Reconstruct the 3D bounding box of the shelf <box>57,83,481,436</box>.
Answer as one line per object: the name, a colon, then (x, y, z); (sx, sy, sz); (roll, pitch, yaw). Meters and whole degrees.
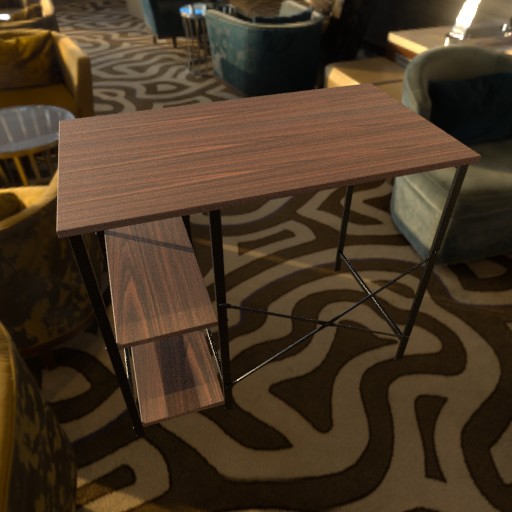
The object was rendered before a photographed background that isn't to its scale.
shelf: (0.000, 0.000, 1.309); (0.902, 0.750, 0.498); (-12, 42, -14)
